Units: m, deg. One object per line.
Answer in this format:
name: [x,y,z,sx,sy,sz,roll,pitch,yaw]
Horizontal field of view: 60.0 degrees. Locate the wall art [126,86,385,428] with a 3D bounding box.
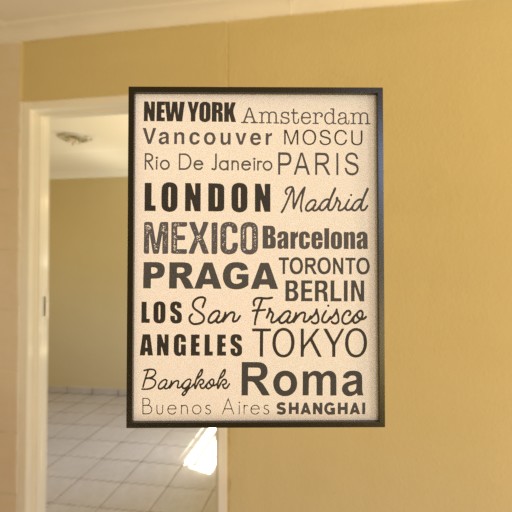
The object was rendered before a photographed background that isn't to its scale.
wall art: [0.000,0.000,1.382,0.788,1.046,0.043,0,-1,-1]
